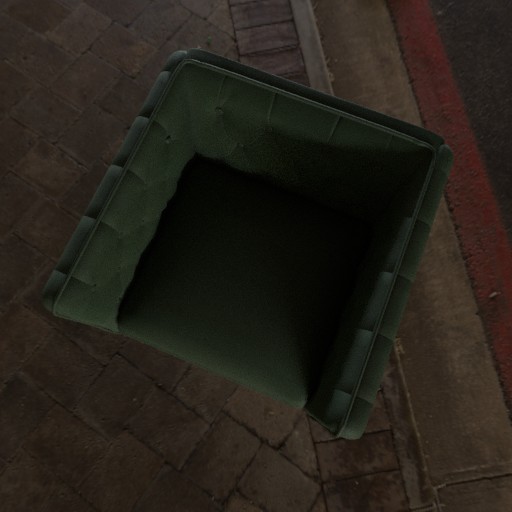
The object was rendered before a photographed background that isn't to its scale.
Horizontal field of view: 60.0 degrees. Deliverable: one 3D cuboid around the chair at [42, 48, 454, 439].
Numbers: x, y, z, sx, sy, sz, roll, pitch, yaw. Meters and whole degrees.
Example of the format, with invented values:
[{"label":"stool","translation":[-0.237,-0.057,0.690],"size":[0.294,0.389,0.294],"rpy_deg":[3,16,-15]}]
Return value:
[{"label":"chair","translation":[0.000,0.000,1.521],"size":[0.917,0.768,0.855],"rpy_deg":[22,77,5]}]
